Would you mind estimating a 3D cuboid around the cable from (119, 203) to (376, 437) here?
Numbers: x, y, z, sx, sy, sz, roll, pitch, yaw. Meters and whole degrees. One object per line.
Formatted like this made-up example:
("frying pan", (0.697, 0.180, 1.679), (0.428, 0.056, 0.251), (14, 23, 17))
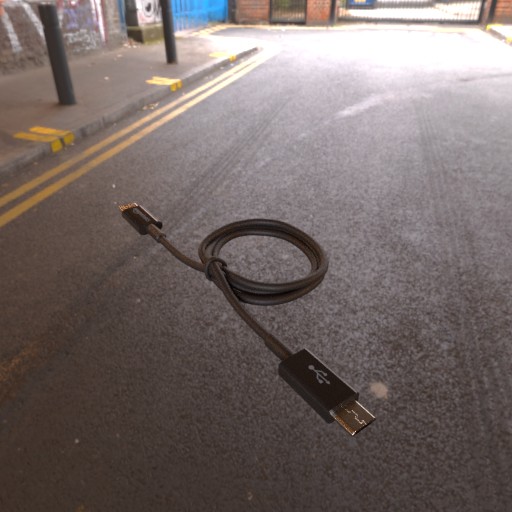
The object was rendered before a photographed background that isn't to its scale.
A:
("cable", (0.000, 0.000, 0.214), (0.070, 0.014, 0.192), (-21, 37, -30))
